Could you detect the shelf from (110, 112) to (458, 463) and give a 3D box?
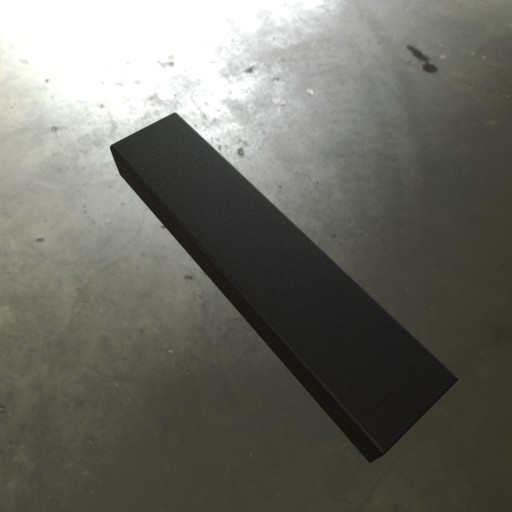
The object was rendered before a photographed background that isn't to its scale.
[{"bbox_3d":[0.000,0.000,0.496,0.102,0.053,0.456,-35,64,-19],"label":"shelf"}]
